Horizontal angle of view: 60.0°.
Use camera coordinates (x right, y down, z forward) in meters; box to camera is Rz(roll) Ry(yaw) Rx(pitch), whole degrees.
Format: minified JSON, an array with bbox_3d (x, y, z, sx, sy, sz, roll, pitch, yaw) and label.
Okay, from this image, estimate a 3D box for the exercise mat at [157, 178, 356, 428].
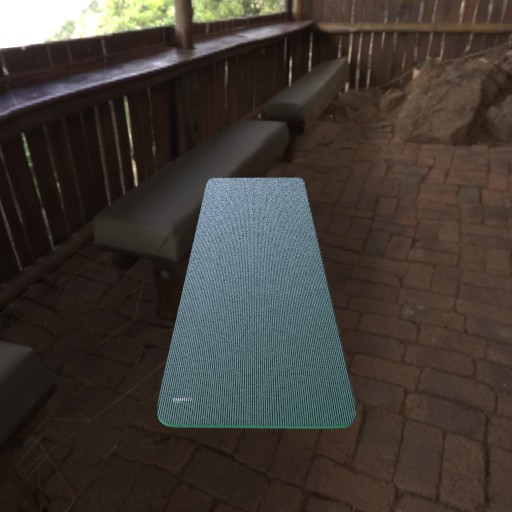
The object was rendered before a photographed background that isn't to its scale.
[{"bbox_3d":[0.000,0.000,2.103,0.616,0.021,1.869,0,33,0],"label":"exercise mat"}]
